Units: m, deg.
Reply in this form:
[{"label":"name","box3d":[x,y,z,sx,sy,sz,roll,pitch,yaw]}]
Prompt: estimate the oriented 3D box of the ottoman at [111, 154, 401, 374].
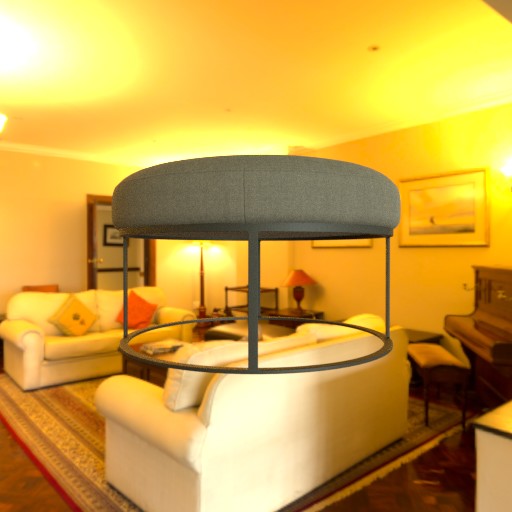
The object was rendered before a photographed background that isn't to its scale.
[{"label":"ottoman","box3d":[0.000,0.000,1.235,0.772,0.460,0.772,0,1,0]}]
